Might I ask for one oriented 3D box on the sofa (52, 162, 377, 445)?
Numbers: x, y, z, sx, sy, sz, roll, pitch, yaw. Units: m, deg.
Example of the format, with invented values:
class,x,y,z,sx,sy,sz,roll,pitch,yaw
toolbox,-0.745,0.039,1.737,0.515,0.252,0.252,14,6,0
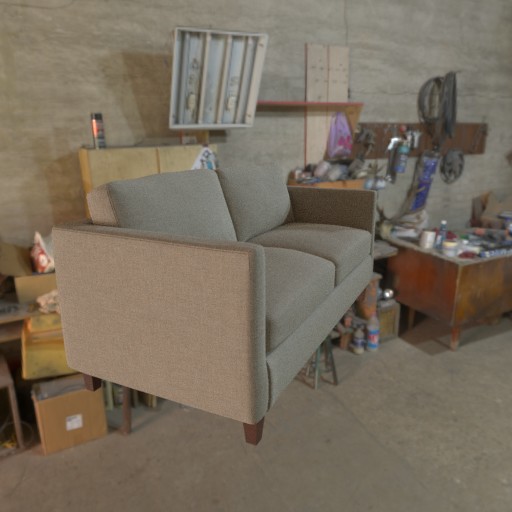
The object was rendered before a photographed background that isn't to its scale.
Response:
class,x,y,z,sx,sy,sz,roll,pitch,yaw
sofa,0.000,0.000,2.439,0.951,0.947,1.884,7,16,25
